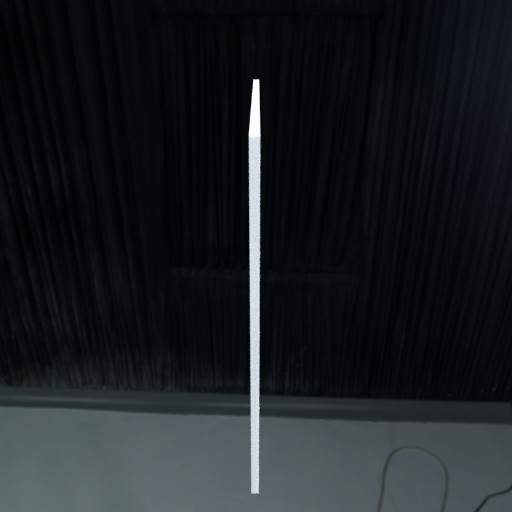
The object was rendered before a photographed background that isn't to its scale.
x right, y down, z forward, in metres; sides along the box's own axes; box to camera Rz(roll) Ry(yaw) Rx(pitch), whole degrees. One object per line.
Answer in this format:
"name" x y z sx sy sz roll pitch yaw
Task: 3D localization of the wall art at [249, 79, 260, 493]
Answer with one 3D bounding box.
"wall art" 0.000 0.000 0.859 0.013 0.584 0.584 0 27 0
